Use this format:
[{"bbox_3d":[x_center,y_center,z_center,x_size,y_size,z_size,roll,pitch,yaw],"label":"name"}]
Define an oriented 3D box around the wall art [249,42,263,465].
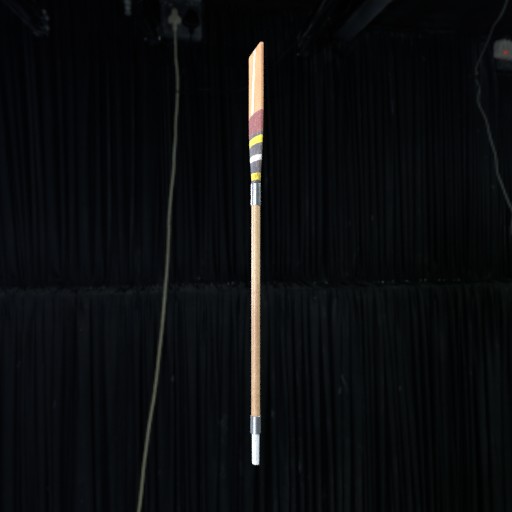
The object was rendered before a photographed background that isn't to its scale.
[{"bbox_3d":[0.000,0.000,1.662,0.038,1.556,0.146,0,-1,-19],"label":"wall art"}]
